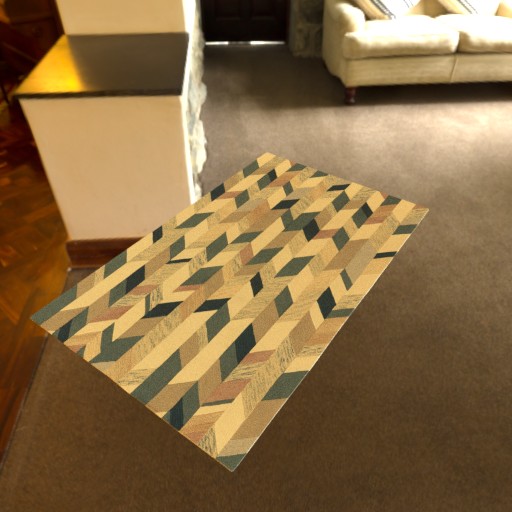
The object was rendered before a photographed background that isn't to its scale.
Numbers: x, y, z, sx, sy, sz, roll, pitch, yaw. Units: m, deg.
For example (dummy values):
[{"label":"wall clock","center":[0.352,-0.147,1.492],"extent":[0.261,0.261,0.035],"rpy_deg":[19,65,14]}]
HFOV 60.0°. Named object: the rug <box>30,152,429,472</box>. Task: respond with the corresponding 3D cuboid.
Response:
[{"label":"rug","center":[0.000,0.000,2.981],"extent":[1.513,0.008,2.423],"rpy_deg":[26,48,26]}]
